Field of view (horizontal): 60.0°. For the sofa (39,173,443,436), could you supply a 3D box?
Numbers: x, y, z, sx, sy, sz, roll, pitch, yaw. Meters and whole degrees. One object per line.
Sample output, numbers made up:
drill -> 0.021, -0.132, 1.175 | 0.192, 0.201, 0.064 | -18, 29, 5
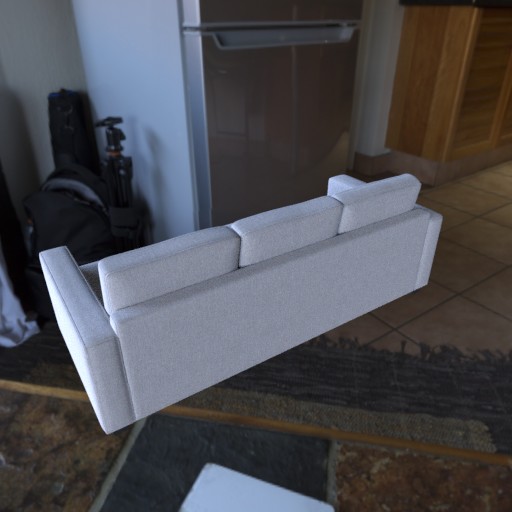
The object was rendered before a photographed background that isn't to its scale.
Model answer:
sofa -> 0.000, 0.000, 2.540 | 2.120, 0.800, 0.900 | -18, 35, -28
